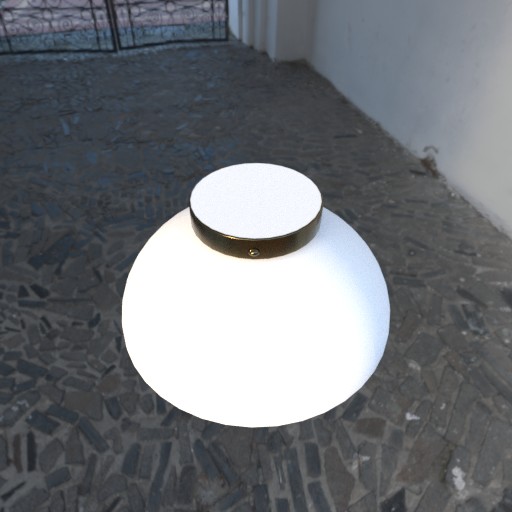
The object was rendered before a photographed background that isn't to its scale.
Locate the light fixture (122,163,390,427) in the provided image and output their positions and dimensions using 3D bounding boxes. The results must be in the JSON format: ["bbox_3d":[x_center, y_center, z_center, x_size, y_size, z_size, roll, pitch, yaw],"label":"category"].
[{"bbox_3d":[0.000,0.000,0.549,0.355,0.177,0.355,0,42,0],"label":"light fixture"}]
